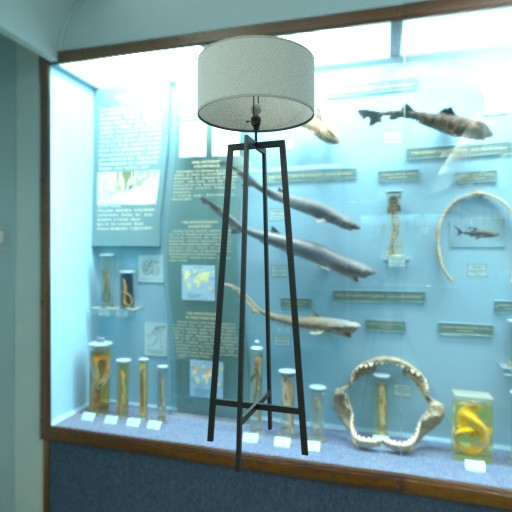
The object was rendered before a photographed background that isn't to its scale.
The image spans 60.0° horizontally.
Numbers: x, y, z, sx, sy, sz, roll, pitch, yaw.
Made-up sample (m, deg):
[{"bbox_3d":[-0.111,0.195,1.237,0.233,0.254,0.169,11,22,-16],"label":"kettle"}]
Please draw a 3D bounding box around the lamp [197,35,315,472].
[{"bbox_3d":[0.000,0.000,1.744,0.456,1.510,0.457,0,0,18],"label":"lamp"}]
